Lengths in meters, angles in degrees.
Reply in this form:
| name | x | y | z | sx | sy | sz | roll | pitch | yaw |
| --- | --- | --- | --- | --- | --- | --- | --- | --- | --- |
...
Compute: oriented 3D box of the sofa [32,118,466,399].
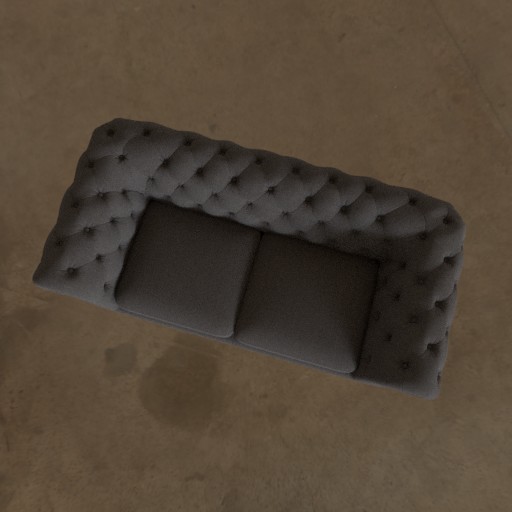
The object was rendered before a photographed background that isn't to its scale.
| name | x | y | z | sx | sy | sz | roll | pitch | yaw |
| --- | --- | --- | --- | --- | --- | --- | --- | --- | --- |
| sofa | 0.000 | 0.000 | 2.427 | 1.998 | 0.764 | 0.986 | 15 | 76 | 4 |
